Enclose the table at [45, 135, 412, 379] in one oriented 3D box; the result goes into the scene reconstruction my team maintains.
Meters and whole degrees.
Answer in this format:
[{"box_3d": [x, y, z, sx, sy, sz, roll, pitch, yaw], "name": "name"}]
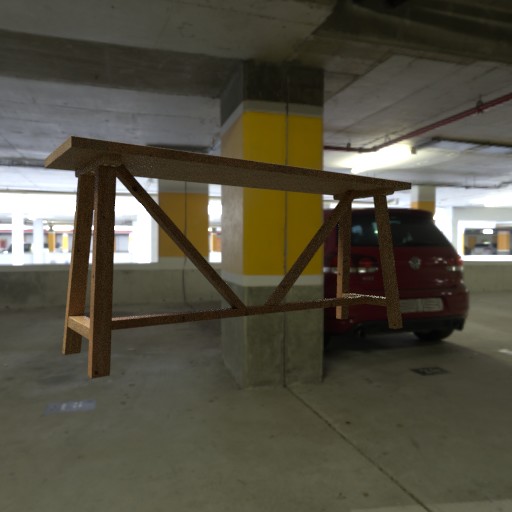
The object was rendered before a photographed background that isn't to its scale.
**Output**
[{"box_3d": [0.000, 0.000, 2.159, 1.800, 0.810, 0.465, -1, 1, -35], "name": "table"}]
